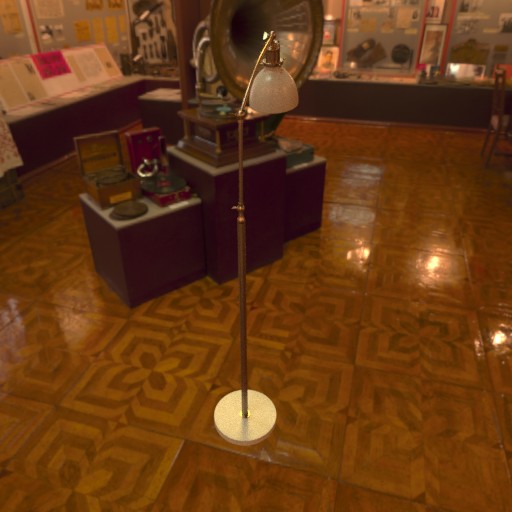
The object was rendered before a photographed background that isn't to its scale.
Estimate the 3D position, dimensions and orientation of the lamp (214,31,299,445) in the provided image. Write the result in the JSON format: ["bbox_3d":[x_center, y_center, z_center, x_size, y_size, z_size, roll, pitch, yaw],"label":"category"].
[{"bbox_3d":[0.000,0.000,1.776,0.288,1.586,0.599,10,33,16],"label":"lamp"}]
